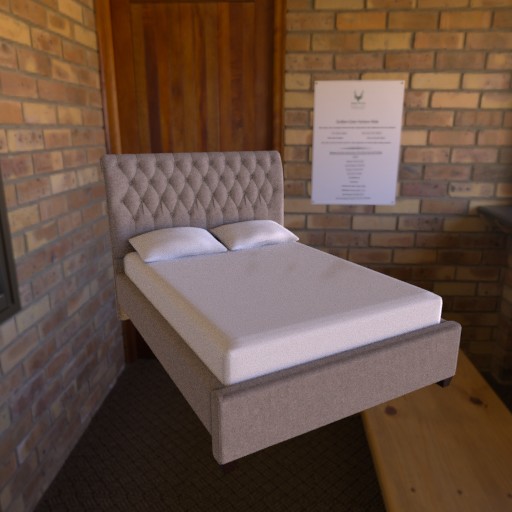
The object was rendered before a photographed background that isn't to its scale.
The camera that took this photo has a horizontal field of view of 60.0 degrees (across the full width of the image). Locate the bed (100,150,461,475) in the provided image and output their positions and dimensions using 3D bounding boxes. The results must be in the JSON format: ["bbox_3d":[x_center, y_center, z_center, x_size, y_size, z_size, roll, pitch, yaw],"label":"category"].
[{"bbox_3d":[0.000,0.000,3.191,1.645,1.371,2.252,-9,18,-28],"label":"bed"}]
